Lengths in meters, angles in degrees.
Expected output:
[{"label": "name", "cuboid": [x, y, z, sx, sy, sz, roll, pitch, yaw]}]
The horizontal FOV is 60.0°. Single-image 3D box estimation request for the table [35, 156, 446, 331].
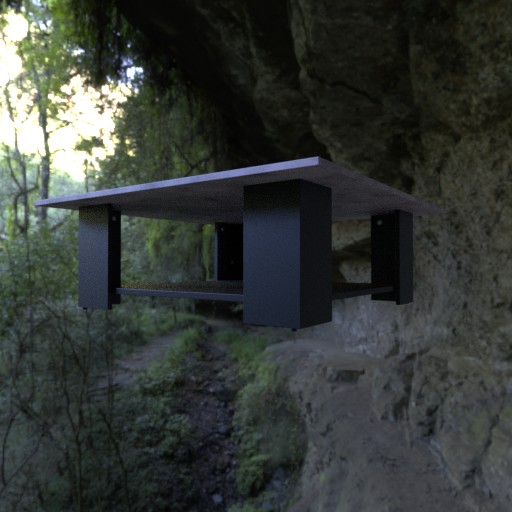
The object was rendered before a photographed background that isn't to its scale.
[{"label": "table", "cuboid": [0.000, 0.000, 1.342, 0.890, 0.305, 0.890, -1, -1, 36]}]
